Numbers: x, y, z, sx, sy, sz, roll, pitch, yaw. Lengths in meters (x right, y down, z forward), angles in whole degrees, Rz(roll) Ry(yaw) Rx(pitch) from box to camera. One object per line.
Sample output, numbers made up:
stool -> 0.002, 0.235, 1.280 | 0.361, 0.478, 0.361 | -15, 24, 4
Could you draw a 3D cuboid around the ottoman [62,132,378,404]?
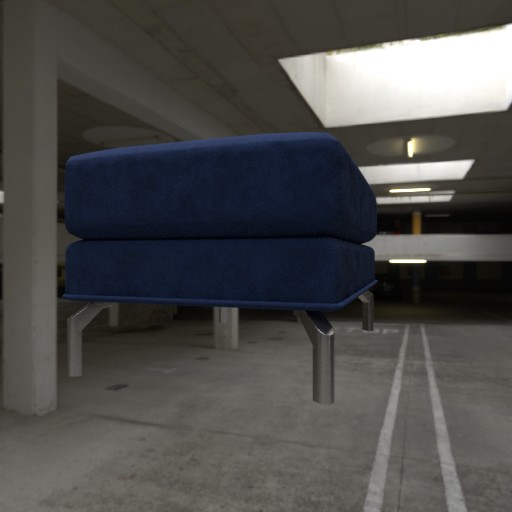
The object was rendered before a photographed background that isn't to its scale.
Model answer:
ottoman -> 0.000, 0.000, 1.211 | 0.587, 0.498, 0.835 | 0, 0, 19
